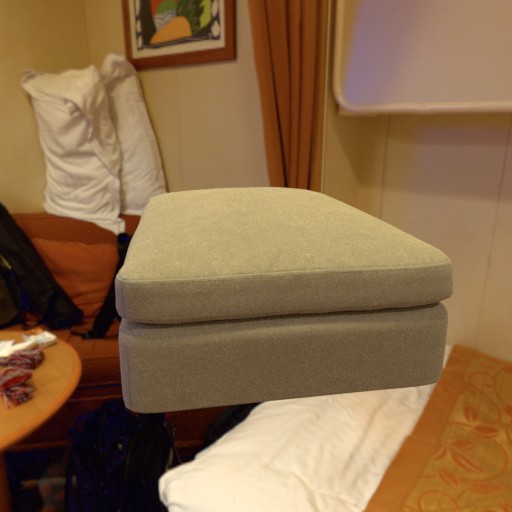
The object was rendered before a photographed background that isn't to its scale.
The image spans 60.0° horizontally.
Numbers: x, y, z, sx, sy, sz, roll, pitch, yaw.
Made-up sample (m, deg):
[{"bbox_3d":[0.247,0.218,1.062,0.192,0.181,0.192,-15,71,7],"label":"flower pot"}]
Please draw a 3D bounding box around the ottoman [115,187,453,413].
[{"bbox_3d":[0.000,0.000,1.601,0.840,0.429,1.199,-3,16,-9],"label":"ottoman"}]
